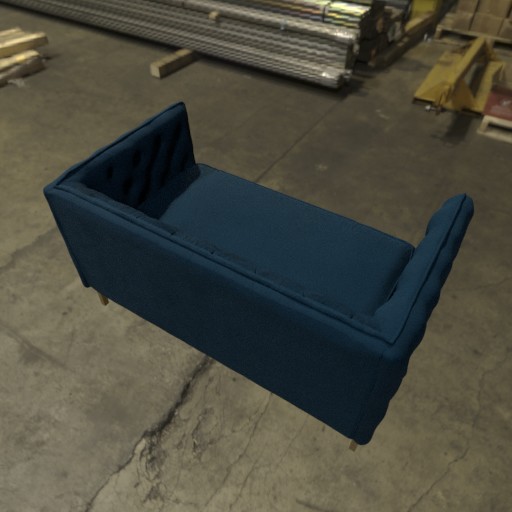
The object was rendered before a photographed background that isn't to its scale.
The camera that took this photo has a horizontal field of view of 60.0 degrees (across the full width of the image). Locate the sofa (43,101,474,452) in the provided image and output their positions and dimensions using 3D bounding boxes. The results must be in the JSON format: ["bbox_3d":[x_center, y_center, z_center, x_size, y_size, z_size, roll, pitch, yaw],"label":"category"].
[{"bbox_3d":[0.000,0.000,2.068,1.583,0.810,0.909,24,51,22],"label":"sofa"}]
